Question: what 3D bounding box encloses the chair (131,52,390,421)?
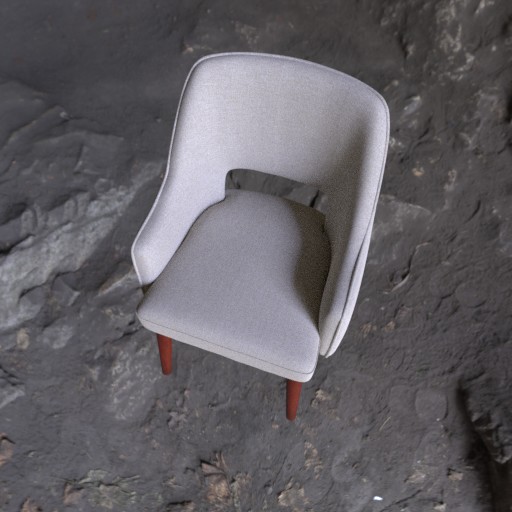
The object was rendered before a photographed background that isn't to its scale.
[{"bbox_3d":[0.000,0.000,1.199,0.560,0.840,0.580,17,60,10],"label":"chair"}]
